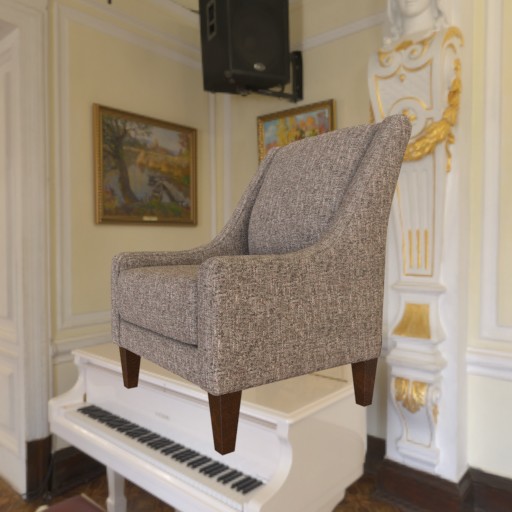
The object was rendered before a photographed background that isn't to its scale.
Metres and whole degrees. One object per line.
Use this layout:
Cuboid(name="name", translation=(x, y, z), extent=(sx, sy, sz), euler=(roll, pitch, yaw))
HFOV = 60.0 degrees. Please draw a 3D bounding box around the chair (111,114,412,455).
Cuboid(name="chair", translation=(0.000, 0.000, 1.647), extent=(0.870, 1.014, 0.774), euler=(-1, 2, -37))
